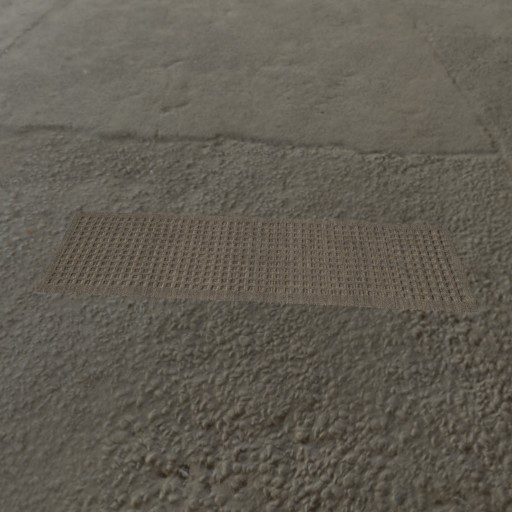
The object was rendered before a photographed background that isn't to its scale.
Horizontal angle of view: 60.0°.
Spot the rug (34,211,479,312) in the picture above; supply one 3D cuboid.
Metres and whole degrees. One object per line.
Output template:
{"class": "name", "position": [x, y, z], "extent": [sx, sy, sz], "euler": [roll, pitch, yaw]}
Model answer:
{"class": "rug", "position": [0.000, 0.000, 2.670], "extent": [2.443, 0.009, 0.706], "euler": [2, 45, 2]}
